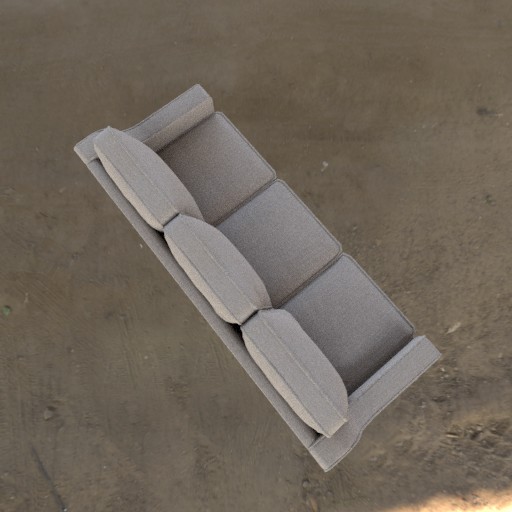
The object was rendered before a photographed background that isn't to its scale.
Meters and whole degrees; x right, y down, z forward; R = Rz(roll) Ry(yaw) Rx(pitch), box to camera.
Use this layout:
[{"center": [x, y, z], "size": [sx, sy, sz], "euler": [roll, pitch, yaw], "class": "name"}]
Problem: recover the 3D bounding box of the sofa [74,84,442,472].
[{"center": [0.000, 0.000, 2.597], "size": [0.899, 0.950, 2.129], "euler": [-38, 78, -9], "class": "sofa"}]
